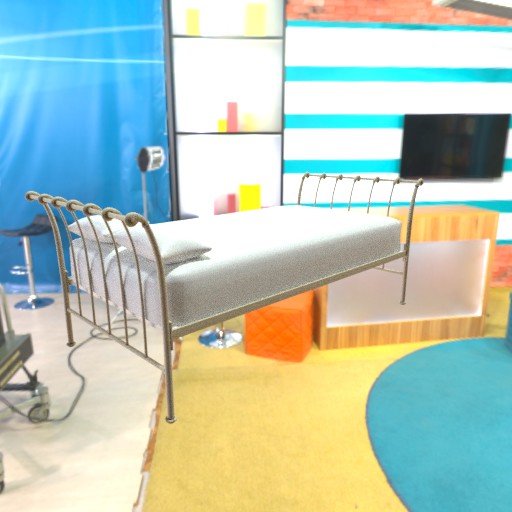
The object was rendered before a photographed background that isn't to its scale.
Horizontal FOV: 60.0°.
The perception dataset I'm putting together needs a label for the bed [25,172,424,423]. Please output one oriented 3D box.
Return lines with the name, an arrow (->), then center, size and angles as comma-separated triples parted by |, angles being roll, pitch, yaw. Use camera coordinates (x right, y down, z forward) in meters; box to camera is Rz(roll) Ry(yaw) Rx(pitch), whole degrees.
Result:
bed -> 0.000, 0.000, 2.705 | 2.228, 0.873, 1.032 | -14, 20, -43
